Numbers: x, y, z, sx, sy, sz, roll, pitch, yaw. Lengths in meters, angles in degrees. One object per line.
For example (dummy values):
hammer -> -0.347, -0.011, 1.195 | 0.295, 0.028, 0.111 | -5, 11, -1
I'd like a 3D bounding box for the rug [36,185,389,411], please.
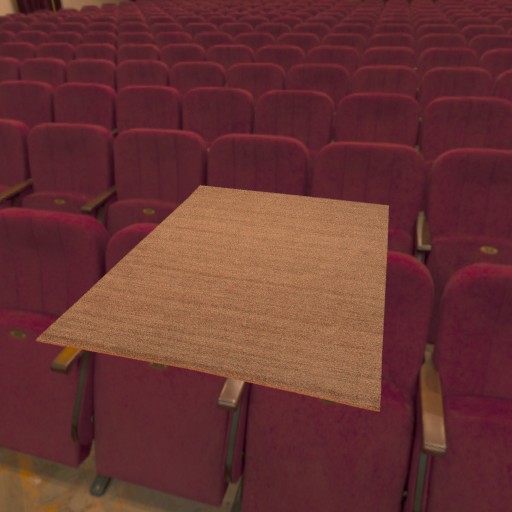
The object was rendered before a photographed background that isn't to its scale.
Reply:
rug -> 0.000, 0.000, 5.029 | 2.873, 0.053, 3.778 | 8, 31, 14
